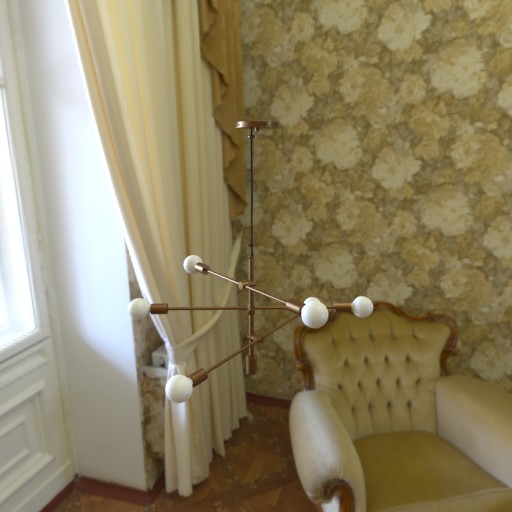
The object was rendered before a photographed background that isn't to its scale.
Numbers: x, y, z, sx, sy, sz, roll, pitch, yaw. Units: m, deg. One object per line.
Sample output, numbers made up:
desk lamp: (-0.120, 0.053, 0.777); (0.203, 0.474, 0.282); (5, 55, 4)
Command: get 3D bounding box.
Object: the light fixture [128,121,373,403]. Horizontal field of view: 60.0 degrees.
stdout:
light fixture: (0.000, 0.000, 1.285); (0.682, 0.744, 0.637); (-7, 15, -26)
